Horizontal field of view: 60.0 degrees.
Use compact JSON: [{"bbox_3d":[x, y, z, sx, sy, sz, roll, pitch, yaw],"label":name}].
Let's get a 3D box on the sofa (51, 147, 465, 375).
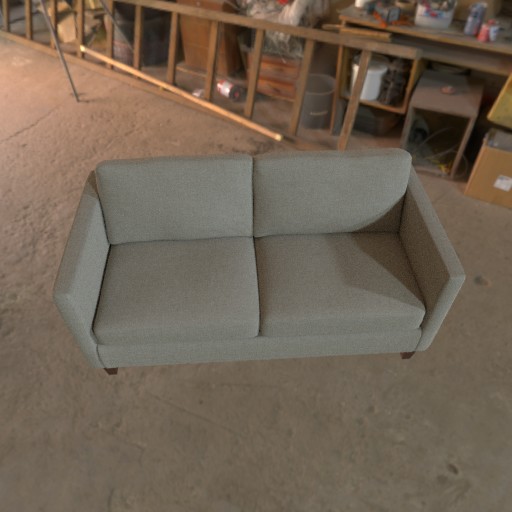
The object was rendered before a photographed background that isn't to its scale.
[{"bbox_3d":[0.000,0.000,2.466,1.884,0.947,0.951,-2,48,-2],"label":"sofa"}]
